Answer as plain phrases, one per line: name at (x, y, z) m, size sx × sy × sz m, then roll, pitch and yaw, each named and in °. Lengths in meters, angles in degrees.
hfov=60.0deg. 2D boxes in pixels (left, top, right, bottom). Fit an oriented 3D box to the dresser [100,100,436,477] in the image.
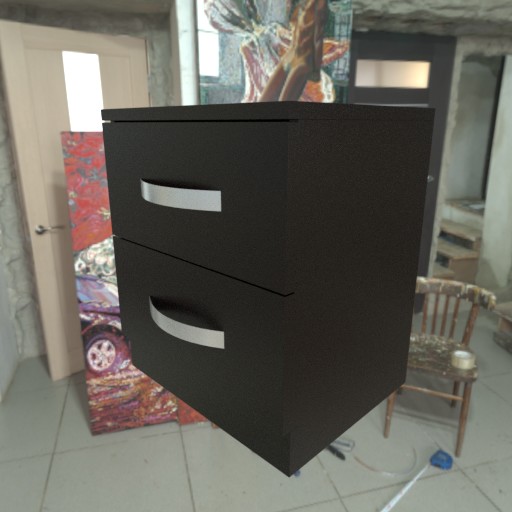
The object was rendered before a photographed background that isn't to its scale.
dresser at (0.000, 0.000, 0.745) m, size 0.360 × 0.470 × 0.400 m, roll -16°, pitch 23°, yaw -43°
